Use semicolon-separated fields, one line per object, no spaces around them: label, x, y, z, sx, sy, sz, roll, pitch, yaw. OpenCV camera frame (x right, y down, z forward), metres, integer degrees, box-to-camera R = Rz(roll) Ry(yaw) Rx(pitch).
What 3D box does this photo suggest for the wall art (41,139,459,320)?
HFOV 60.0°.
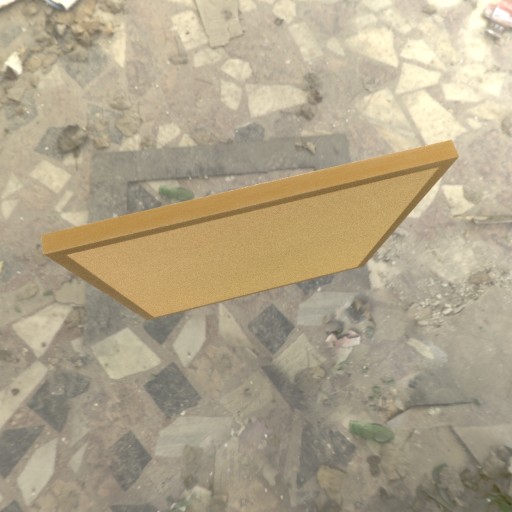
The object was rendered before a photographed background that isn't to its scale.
wall art;0.000;0.000;1.156;0.762;0.760;0.037;-14;74;-4
